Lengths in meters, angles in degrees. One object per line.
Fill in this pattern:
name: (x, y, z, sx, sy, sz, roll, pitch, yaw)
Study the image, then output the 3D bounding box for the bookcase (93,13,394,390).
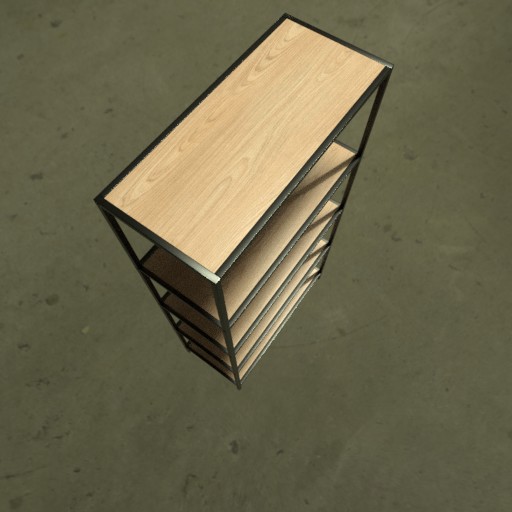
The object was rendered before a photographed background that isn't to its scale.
bookcase: (0.000, 0.000, 1.764, 0.350, 1.500, 0.770, 33, 69, 14)
